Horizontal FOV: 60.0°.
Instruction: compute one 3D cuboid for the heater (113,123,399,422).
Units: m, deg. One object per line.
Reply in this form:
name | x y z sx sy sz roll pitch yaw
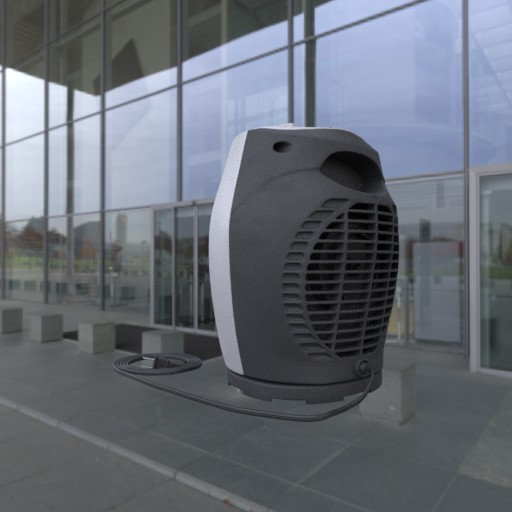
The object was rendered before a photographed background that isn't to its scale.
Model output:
heater | 0.000 0.000 0.478 0.239 0.255 0.291 0 -1 -37
